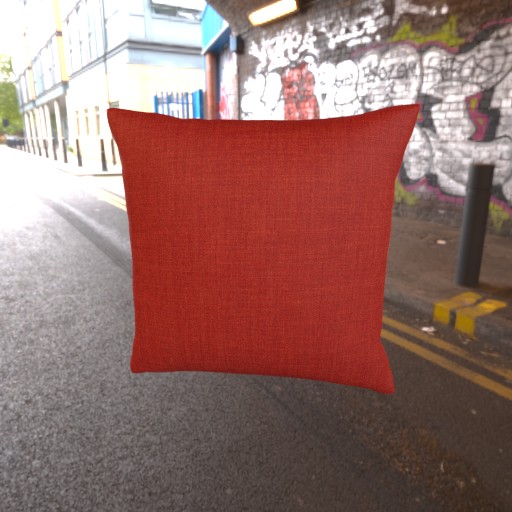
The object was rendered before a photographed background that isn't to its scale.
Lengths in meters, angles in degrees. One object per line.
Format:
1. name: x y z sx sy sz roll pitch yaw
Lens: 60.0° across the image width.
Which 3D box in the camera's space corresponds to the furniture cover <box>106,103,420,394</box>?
1. furniture cover: 0.000 0.000 0.786 0.517 0.508 0.158 2 16 8
